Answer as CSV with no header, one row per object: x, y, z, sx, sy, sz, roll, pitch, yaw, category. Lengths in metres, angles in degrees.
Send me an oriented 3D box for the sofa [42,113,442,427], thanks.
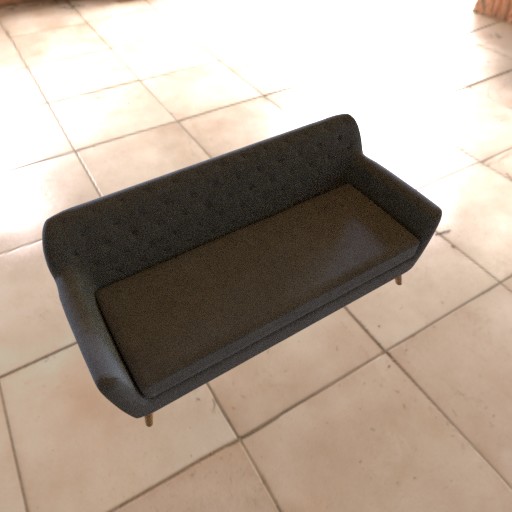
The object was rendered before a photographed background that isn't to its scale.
0.000,0.000,2.425,1.970,0.830,0.830,-25,52,-21,sofa
